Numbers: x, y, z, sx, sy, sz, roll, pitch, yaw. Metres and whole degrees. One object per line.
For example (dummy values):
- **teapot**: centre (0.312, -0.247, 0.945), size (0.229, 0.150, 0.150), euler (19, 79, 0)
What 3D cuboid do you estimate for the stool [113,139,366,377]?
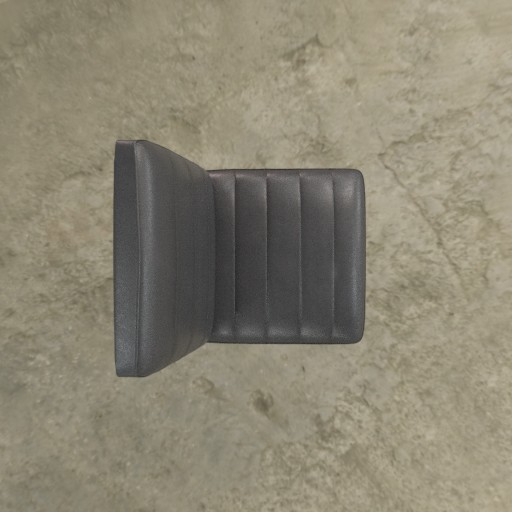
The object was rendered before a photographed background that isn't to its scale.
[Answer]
- **stool**: centre (0.000, 0.000, 1.326), size (0.552, 1.040, 0.457), euler (0, 91, -1)
